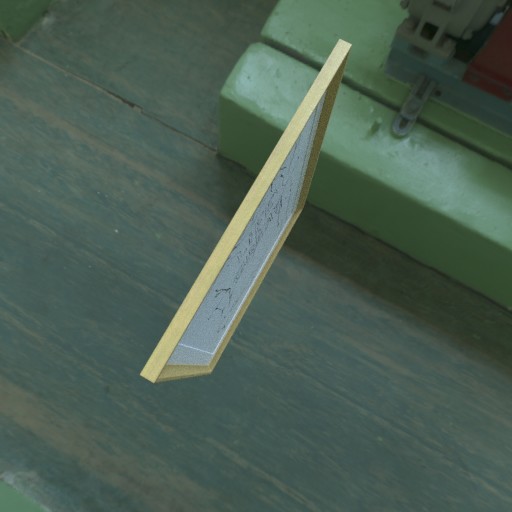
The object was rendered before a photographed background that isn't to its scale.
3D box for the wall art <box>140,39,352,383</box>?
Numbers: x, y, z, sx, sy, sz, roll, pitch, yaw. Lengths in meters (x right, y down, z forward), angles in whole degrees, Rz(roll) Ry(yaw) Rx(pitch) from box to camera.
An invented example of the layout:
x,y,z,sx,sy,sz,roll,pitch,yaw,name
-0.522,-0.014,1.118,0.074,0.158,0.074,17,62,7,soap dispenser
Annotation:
x,y,z,sx,sy,sz,roll,pitch,yaw,name
0.000,0.000,1.353,0.030,1.002,0.798,28,78,7,wall art
